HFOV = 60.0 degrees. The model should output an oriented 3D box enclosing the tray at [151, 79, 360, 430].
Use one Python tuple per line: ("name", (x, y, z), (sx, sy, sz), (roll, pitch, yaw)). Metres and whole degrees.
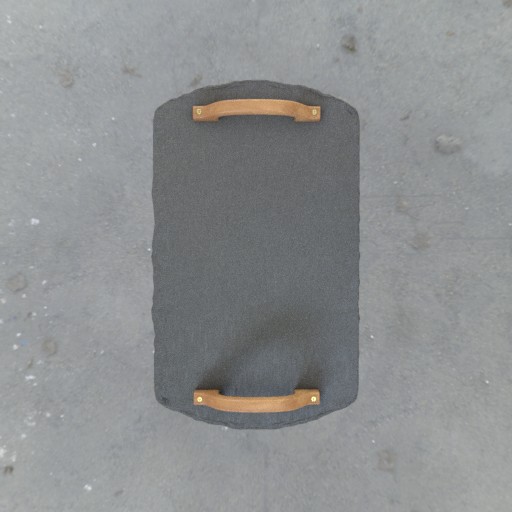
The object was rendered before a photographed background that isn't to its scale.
("tray", (0.000, 0.000, 0.484), (0.231, 0.062, 0.387), (0, 91, -1))
